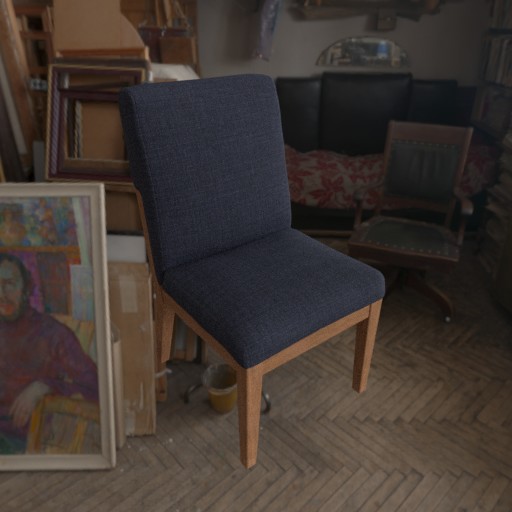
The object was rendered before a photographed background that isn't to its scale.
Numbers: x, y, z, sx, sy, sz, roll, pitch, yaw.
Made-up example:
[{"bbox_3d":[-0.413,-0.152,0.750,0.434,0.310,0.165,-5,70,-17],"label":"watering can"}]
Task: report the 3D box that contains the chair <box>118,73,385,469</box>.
[{"bbox_3d":[0.000,0.000,1.287,0.507,0.911,0.586,-20,35,-32],"label":"chair"}]
